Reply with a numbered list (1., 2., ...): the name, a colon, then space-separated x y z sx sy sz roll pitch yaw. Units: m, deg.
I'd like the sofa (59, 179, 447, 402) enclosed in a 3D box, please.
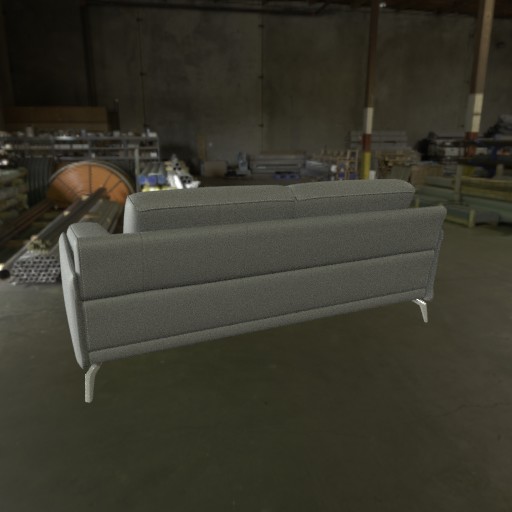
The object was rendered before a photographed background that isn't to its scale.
1. sofa: 0.000 0.000 2.604 2.100 0.900 0.969 -7 16 -25
